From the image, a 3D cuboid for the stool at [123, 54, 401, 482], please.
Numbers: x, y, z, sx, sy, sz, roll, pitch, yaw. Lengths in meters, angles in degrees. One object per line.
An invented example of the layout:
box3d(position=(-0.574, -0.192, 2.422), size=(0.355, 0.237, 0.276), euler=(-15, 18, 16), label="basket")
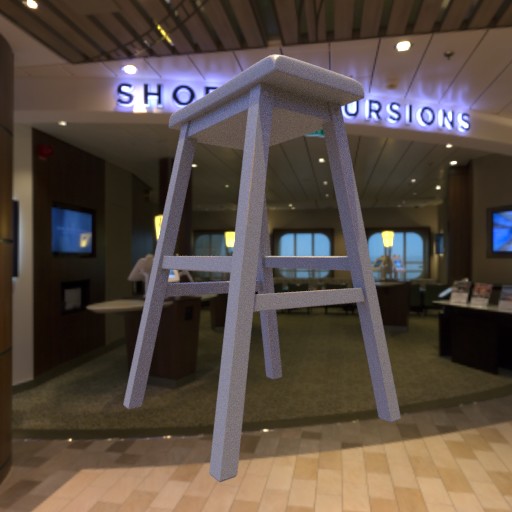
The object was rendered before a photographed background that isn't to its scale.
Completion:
box3d(position=(0.000, 0.000, 1.045), size=(0.476, 0.737, 0.457), euler=(0, 0, -36), label="stool")
